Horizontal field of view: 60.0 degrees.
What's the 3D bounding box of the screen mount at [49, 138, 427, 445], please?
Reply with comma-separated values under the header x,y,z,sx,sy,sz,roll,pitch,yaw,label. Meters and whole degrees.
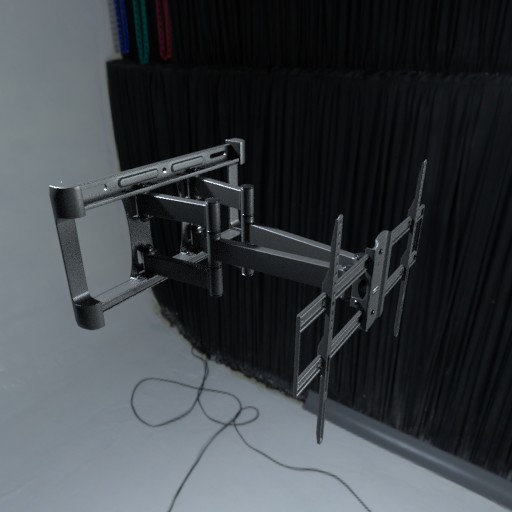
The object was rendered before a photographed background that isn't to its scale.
x,y,z,sx,sy,sz,roll,pitch,yaw,label
0.000,0.000,1.121,0.644,0.491,0.661,17,30,31,screen mount
